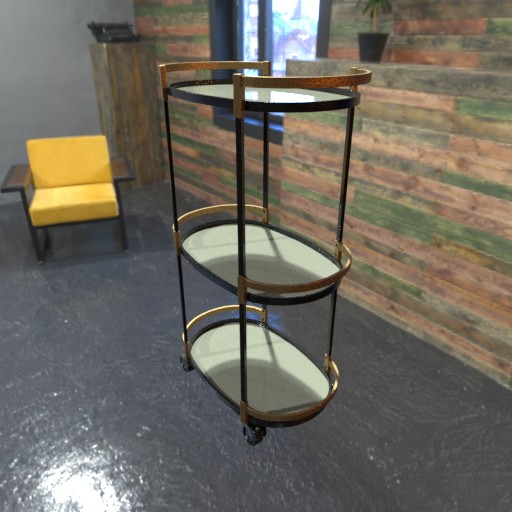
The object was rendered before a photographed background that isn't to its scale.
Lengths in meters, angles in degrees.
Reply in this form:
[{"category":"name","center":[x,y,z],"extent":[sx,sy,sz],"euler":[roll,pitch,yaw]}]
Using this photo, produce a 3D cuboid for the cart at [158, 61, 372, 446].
[{"category":"cart","center":[0.000,0.000,1.123],"extent":[0.311,0.885,0.515],"euler":[-18,32,-32]}]
